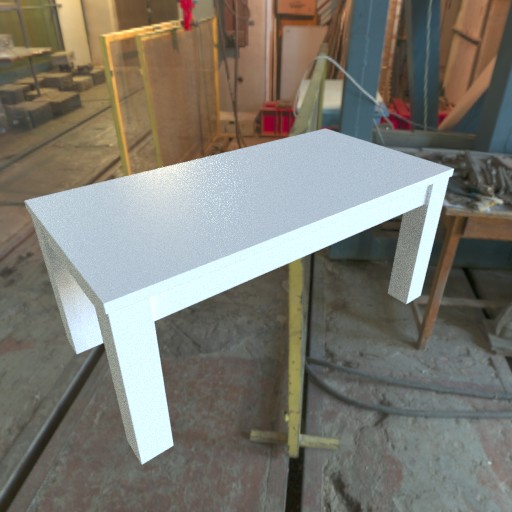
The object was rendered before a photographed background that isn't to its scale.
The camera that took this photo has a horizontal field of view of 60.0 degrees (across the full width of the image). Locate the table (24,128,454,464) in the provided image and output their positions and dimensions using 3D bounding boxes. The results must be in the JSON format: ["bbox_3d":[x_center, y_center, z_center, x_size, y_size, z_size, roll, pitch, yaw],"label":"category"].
[{"bbox_3d":[0.000,0.000,2.256,1.800,0.790,0.900,-22,38,-31],"label":"table"}]
